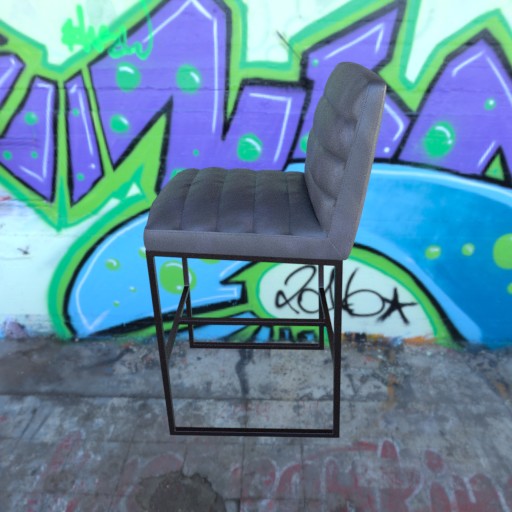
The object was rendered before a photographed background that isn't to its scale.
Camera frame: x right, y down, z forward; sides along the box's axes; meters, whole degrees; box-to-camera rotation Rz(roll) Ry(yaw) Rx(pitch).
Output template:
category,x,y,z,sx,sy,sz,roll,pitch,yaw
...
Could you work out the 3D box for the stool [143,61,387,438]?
category,x,y,z,sx,sy,sz,roll,pitch,yaw
stool,0.000,0.000,1.343,0.562,1.065,0.463,1,28,1
